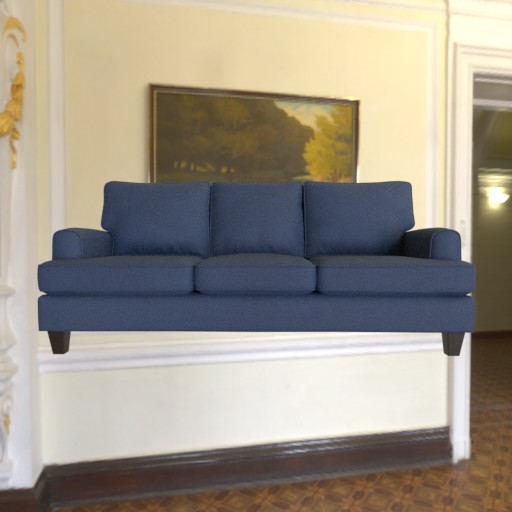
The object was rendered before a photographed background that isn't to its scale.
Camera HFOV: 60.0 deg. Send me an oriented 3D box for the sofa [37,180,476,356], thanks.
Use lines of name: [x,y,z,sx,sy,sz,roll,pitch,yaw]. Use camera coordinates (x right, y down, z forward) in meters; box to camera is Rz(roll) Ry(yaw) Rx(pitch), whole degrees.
sofa: [0.000,0.000,2.599,2.158,0.965,0.951,0,2,1]
